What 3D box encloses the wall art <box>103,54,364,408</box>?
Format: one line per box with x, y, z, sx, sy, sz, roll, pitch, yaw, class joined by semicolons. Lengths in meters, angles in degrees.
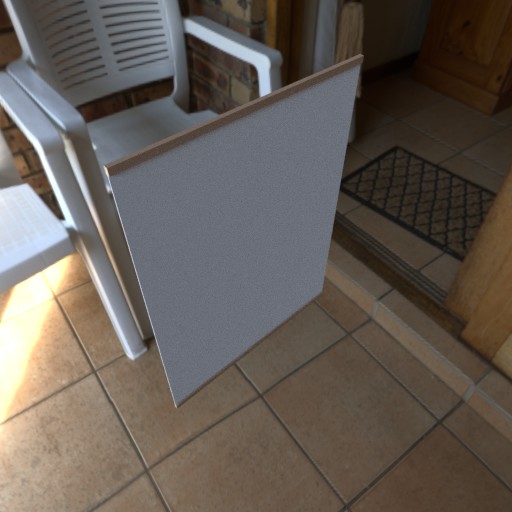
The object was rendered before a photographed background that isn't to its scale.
0.000;0.000;1.370;0.758;1.016;0.013;-33;55;-28;wall art
